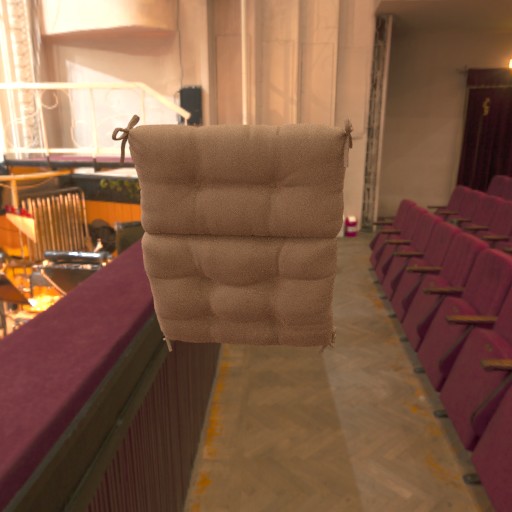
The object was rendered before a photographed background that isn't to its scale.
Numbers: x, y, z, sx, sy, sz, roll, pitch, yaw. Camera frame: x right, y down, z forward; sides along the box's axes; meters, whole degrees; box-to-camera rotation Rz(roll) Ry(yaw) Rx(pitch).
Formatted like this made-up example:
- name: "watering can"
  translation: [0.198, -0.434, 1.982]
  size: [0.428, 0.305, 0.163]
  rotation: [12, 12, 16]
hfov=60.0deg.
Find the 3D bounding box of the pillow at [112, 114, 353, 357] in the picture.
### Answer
- name: "pillow"
  translation: [0.000, 0.000, 1.486]
  size: [0.526, 0.863, 1.016]
  rotation: [2, 15, 7]
